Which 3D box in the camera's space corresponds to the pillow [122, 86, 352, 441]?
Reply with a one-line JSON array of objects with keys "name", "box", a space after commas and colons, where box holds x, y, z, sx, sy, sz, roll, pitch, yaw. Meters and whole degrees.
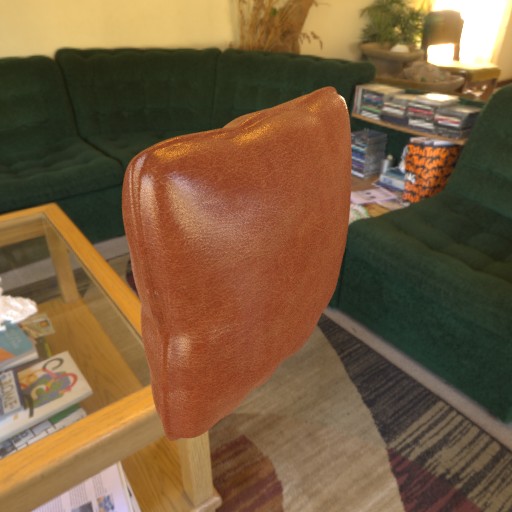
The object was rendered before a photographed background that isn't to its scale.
[{"name": "pillow", "box": [0.000, 0.000, 0.810, 0.236, 0.523, 0.532, 20, 37, 30]}]
